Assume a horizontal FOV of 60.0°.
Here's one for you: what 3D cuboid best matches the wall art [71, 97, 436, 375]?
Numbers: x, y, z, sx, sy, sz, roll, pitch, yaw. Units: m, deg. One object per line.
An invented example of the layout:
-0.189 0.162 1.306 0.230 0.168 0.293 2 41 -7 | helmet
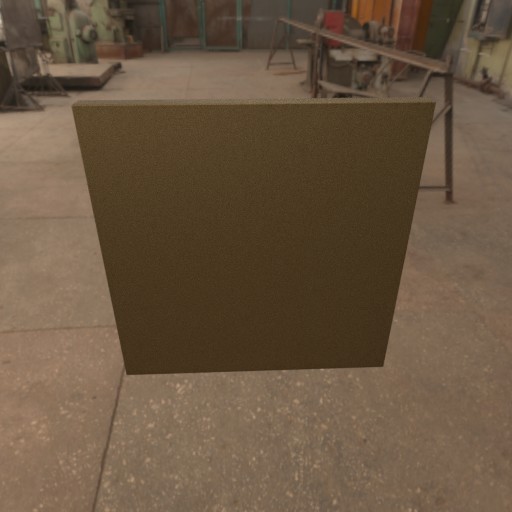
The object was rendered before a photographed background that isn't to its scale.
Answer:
0.000 0.000 0.751 0.503 0.506 0.031 -1 31 -2 | wall art
